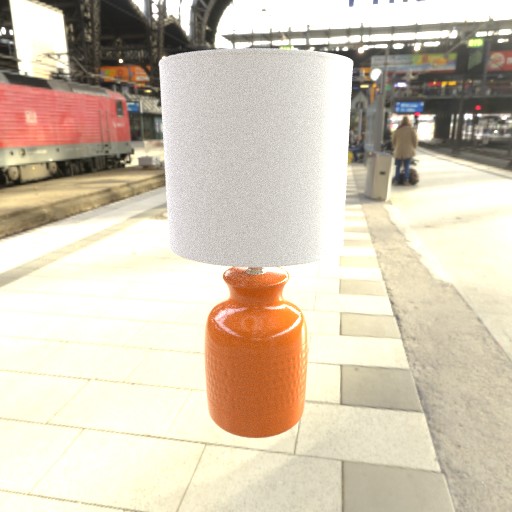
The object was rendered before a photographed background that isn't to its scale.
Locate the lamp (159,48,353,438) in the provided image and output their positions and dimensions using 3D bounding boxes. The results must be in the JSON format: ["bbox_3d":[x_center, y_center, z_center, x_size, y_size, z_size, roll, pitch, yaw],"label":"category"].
[{"bbox_3d":[0.000,0.000,1.092,0.418,0.871,0.418,2,16,8],"label":"lamp"}]
